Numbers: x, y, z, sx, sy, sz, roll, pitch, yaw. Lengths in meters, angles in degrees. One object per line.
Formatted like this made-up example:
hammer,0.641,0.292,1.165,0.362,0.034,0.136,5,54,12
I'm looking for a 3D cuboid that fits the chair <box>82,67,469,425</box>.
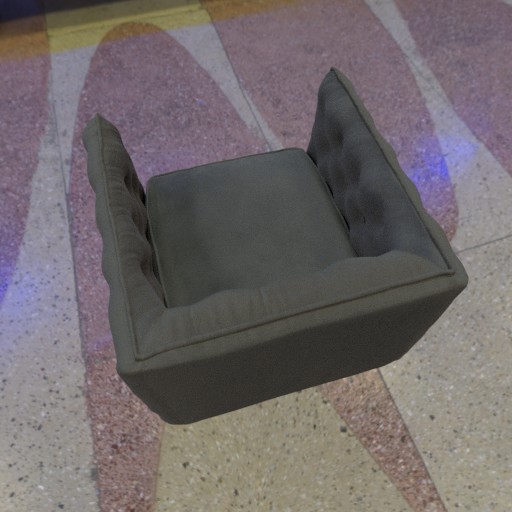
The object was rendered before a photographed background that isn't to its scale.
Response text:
chair,0.000,0.000,1.593,0.946,0.807,0.913,-14,60,-8
